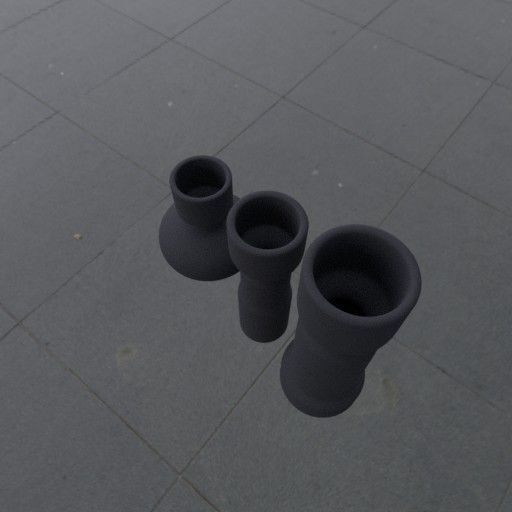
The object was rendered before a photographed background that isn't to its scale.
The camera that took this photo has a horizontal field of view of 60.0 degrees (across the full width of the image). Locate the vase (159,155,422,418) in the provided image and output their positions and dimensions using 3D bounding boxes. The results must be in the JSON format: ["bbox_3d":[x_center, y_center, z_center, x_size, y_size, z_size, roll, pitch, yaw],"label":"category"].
[{"bbox_3d":[0.000,0.000,0.431,0.120,0.249,0.307,-32,63,-19],"label":"vase"}]
